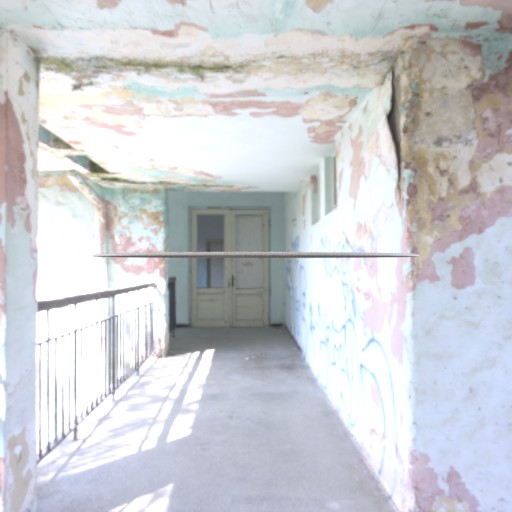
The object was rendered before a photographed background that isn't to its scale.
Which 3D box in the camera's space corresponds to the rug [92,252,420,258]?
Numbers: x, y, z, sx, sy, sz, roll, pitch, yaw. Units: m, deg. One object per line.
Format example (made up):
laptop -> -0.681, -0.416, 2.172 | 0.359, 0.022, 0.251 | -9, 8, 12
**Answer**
rug -> 0.000, 0.000, 2.299 | 1.593, 0.012, 1.593 | 0, -1, 0
